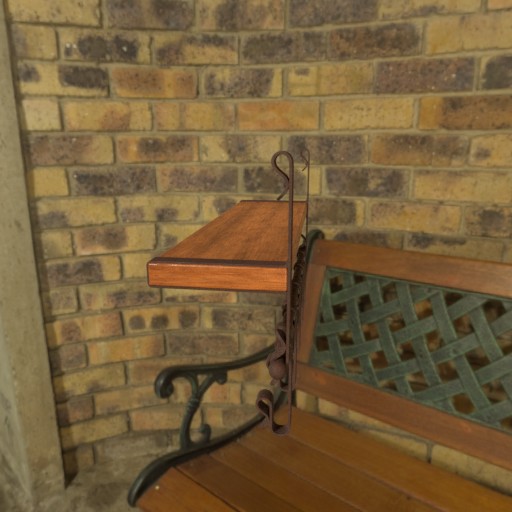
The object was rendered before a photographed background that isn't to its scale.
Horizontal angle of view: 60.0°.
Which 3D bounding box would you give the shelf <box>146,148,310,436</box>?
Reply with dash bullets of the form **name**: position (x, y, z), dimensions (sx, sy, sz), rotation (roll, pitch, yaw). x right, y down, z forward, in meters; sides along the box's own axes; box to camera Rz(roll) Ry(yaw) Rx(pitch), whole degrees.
- **shelf**: position (0.000, 0.000, 0.705), dimensions (0.146, 0.330, 0.567), rotation (2, 14, 8)
